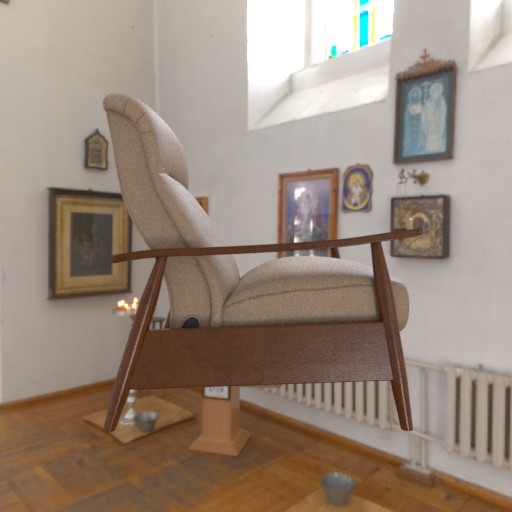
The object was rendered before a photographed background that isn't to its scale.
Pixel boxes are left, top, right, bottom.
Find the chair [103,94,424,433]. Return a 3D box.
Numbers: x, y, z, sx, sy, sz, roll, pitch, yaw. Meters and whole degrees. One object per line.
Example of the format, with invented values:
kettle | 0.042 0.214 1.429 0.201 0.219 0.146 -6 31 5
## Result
chair | 0.000 0.000 1.734 1.030 1.082 0.762 0 0 -1
